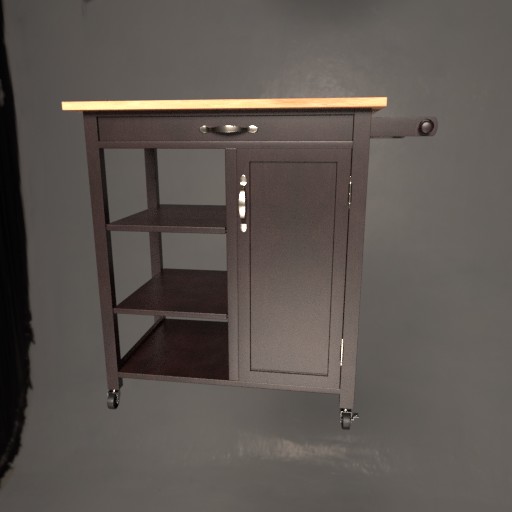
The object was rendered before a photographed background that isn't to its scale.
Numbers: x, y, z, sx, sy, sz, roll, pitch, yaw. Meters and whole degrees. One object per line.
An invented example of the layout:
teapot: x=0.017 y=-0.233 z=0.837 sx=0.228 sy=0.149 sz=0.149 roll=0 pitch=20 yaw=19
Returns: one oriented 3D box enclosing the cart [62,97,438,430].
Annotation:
cart: x=0.000 y=0.000 z=1.377 sx=0.914 sy=0.878 sz=0.472 roll=2 pitch=14 yaw=8
